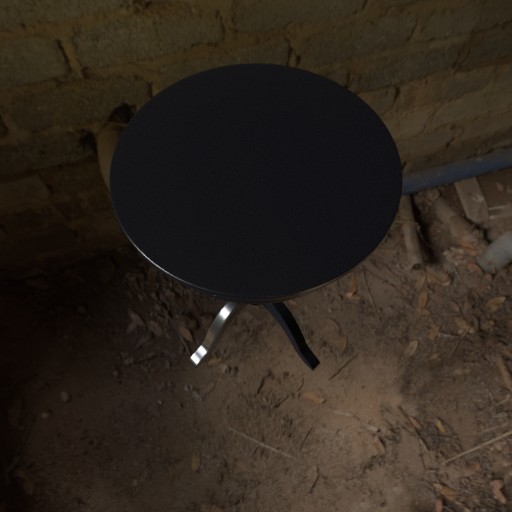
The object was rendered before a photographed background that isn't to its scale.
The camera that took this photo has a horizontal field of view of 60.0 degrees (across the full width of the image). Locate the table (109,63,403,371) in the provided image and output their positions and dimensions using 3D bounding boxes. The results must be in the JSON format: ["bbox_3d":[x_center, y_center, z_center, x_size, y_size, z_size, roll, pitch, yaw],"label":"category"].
[{"bbox_3d":[0.000,0.000,1.020,0.481,0.665,0.481,0,62,0],"label":"table"}]
